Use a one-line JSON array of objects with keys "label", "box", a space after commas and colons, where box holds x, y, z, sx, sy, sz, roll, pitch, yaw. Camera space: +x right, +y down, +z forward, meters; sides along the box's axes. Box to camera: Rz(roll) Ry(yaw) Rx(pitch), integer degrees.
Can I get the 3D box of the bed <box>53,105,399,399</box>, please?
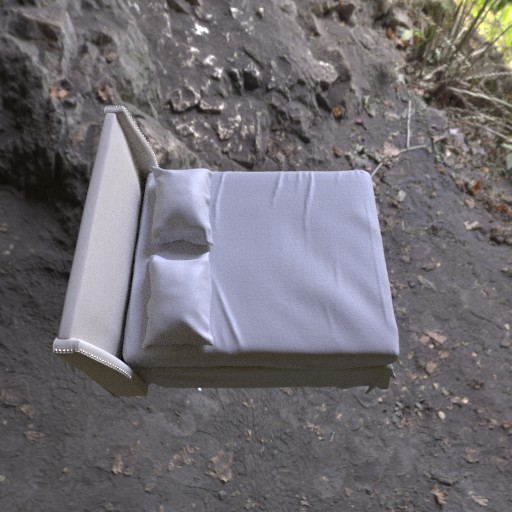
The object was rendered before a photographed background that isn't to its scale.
[{"label": "bed", "box": [0.000, 0.000, 3.448, 2.276, 1.332, 1.925, 0, 62, 0]}]
